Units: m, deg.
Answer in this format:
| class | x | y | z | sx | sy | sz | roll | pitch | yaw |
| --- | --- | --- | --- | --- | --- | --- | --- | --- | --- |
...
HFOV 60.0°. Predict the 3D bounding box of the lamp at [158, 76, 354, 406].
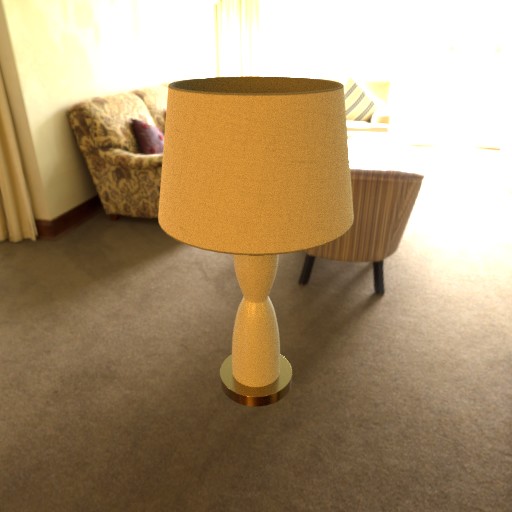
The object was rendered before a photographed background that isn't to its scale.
| class | x | y | z | sx | sy | sz | roll | pitch | yaw |
| --- | --- | --- | --- | --- | --- | --- | --- | --- | --- |
| lamp | 0.000 | 0.000 | 0.748 | 0.309 | 0.545 | 0.309 | 0 | 27 | 0 |
